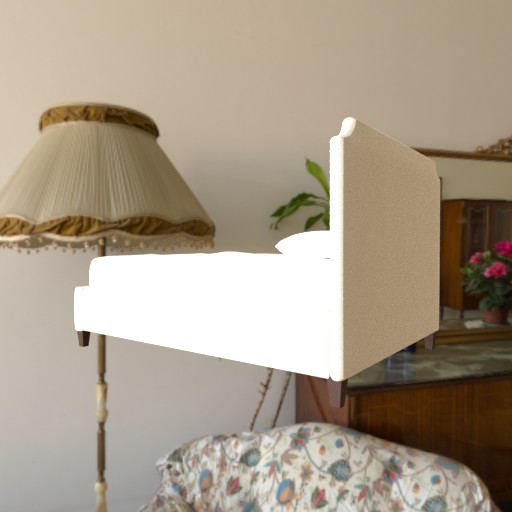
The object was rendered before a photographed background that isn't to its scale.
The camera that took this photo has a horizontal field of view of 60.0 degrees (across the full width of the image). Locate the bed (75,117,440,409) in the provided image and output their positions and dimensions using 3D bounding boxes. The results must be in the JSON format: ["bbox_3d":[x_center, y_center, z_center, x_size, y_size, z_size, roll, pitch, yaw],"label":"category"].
[{"bbox_3d":[0.000,0.000,3.471,2.365,1.443,1.712,1,1,37],"label":"bed"}]
